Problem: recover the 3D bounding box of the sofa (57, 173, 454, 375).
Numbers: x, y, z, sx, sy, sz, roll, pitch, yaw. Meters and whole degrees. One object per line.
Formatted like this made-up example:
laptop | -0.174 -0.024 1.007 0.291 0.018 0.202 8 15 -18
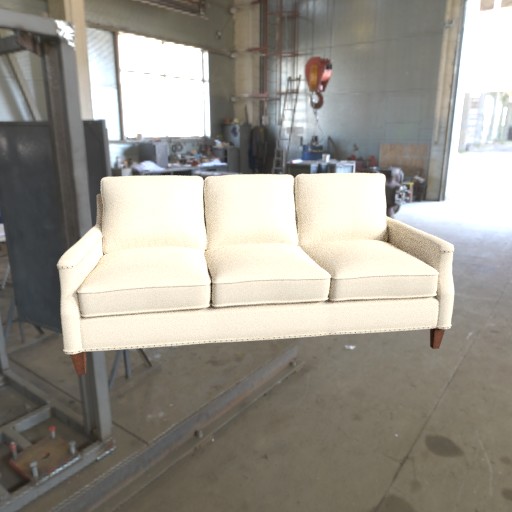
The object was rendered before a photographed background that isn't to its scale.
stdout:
sofa | 0.000 0.000 2.924 2.246 1.003 1.084 -2 16 -8
